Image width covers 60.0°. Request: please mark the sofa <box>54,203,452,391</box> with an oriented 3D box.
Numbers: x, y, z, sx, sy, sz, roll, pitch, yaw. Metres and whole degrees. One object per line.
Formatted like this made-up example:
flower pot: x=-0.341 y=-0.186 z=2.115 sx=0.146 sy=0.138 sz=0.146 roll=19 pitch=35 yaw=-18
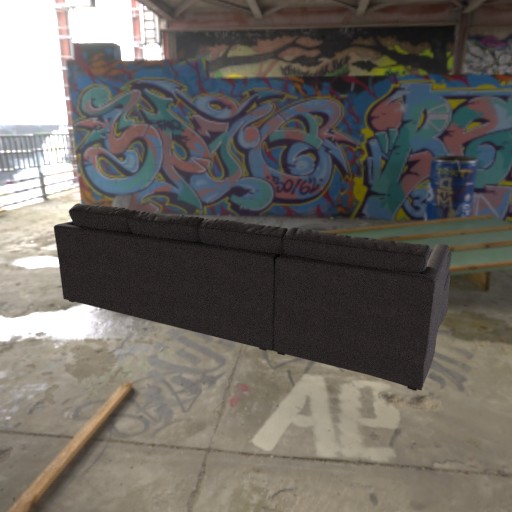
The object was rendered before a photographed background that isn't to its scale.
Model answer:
sofa: x=0.000 y=0.000 z=3.983 sx=3.205 sy=0.922 sz=1.650 roll=8 pitch=19 yaw=26
